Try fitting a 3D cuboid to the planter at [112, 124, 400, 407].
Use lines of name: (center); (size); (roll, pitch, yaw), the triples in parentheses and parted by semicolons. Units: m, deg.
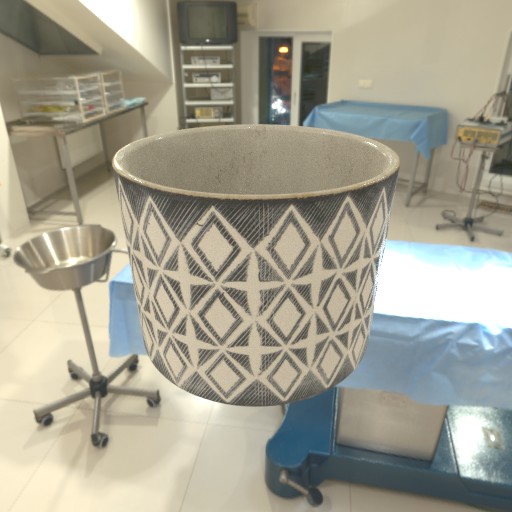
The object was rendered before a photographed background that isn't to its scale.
planter: (0.000, 0.000, 0.345); (0.192, 0.165, 0.192); (0, 27, 0)
